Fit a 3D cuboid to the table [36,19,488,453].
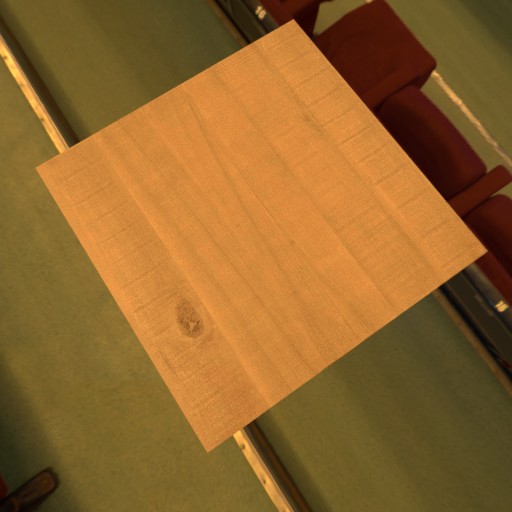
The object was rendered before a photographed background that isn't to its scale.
[{"bbox_3d":[0.000,0.000,0.971,0.503,0.589,0.507,-33,78,-8],"label":"table"}]
